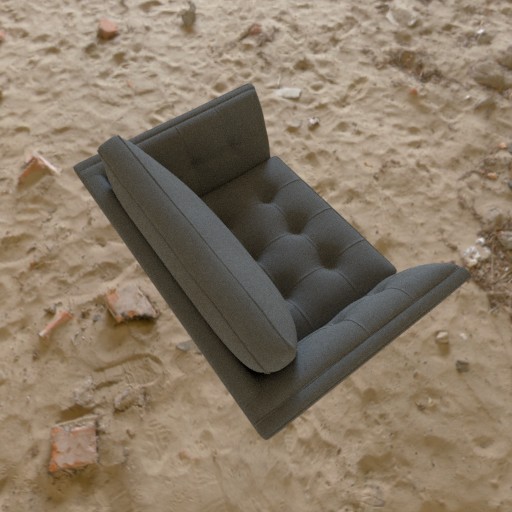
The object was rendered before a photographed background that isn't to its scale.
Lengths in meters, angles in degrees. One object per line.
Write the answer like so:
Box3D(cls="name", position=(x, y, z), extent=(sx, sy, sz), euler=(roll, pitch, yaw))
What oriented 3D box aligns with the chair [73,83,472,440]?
Box3D(cls="chair", position=(0.000, 0.000, 2.029), extent=(0.965, 0.942, 1.396), euler=(-32, 63, -19))
